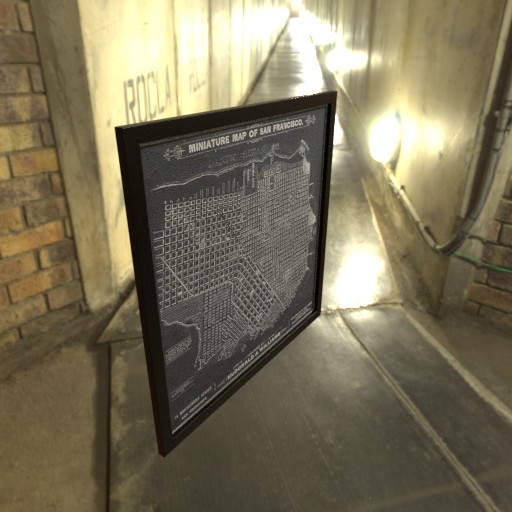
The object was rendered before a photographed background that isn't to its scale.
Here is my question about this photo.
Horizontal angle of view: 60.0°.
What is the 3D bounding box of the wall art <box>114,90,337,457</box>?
[{"bbox_3d":[0.000,0.000,0.701,0.012,0.458,0.457,18,31,32],"label":"wall art"}]
